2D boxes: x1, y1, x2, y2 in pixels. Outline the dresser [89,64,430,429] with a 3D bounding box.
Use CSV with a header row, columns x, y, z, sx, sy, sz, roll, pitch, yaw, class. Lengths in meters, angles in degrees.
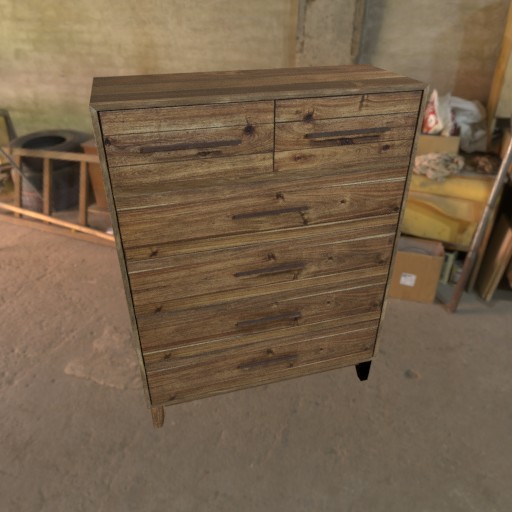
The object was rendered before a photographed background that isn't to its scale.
x,y,z,sx,sy,sz,roll,pitch,yaw,class
0.000,0.000,1.863,1.062,1.393,0.442,-8,33,-13,dresser
